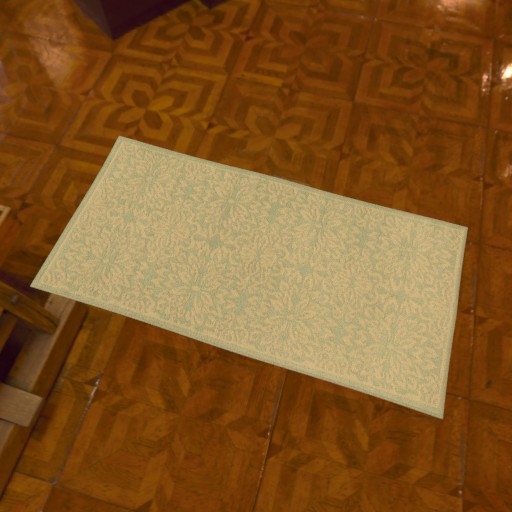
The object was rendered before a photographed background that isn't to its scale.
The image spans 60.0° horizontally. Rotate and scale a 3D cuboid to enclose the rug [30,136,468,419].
[{"bbox_3d":[0.000,0.000,1.363,1.219,0.007,0.604,16,65,8],"label":"rug"}]
